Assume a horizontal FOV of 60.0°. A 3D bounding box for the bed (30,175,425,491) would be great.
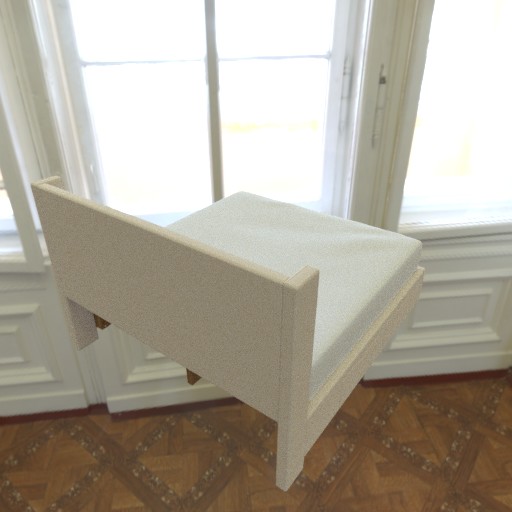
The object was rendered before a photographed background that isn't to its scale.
[{"bbox_3d":[0.000,0.000,3.610,2.145,1.471,2.293,20,36,31],"label":"bed"}]
